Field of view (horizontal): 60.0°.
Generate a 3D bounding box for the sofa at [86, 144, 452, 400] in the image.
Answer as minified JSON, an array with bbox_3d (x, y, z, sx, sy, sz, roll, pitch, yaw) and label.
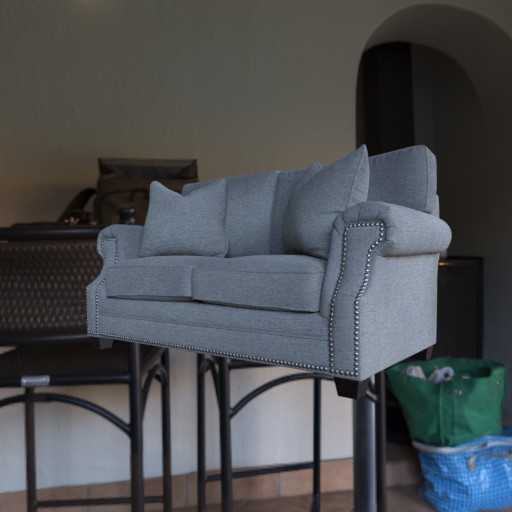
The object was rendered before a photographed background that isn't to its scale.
[{"bbox_3d":[0.000,0.000,2.241,1.701,0.966,0.966,-1,-2,37],"label":"sofa"}]
